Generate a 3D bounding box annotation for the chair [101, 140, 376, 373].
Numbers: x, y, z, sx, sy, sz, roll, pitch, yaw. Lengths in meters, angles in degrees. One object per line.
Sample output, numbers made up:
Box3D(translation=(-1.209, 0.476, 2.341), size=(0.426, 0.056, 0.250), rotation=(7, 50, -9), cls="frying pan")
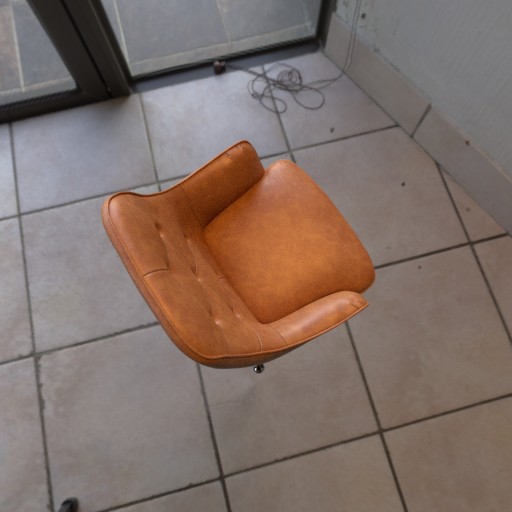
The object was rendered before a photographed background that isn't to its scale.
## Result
Box3D(translation=(0.000, 0.000, 1.364), size=(0.615, 0.909, 0.628), rotation=(-32, 76, -9), cls="chair")
